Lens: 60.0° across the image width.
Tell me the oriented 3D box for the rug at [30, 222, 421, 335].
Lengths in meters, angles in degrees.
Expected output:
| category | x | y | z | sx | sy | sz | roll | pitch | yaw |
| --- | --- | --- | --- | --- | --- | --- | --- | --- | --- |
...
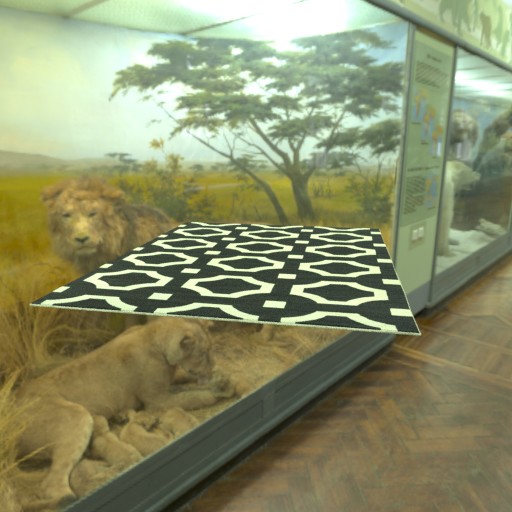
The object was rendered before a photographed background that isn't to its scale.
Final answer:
| category | x | y | z | sx | sy | sz | roll | pitch | yaw |
| --- | --- | --- | --- | --- | --- | --- | --- | --- | --- |
| rug | 0.000 | 0.000 | 4.145 | 2.466 | 0.021 | 3.049 | 3 | 15 | 11 |
